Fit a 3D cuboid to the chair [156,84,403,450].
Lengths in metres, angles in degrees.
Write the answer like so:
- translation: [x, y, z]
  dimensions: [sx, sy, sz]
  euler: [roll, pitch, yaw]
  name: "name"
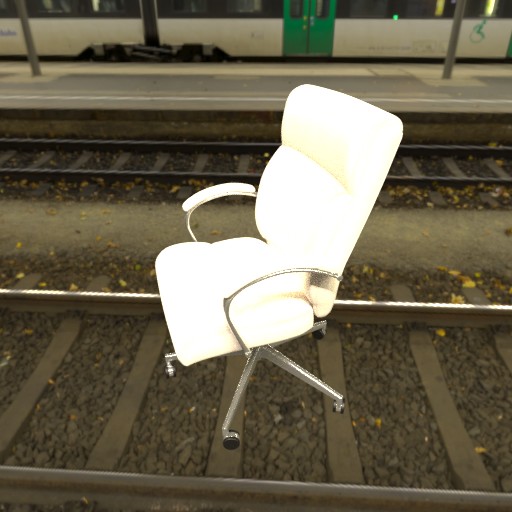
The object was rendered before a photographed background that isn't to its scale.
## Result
- translation: [0.000, 0.000, 1.611]
  dimensions: [0.745, 1.099, 0.727]
  euler: [-9, 31, -15]
  name: "chair"
